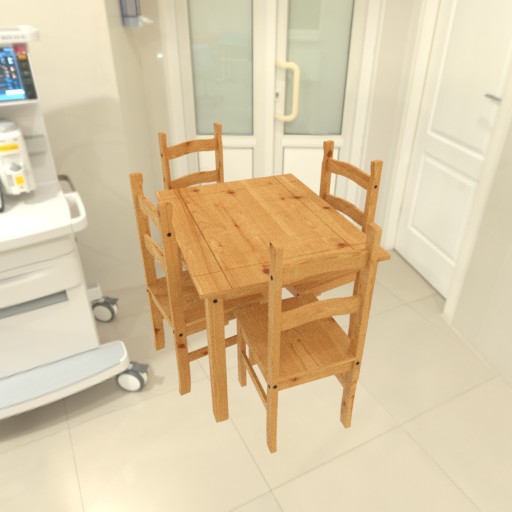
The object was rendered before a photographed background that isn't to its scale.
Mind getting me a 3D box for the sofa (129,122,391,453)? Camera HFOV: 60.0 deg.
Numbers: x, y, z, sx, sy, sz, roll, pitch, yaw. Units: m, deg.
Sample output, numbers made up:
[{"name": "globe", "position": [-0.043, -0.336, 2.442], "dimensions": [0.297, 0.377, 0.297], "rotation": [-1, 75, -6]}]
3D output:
[{"name": "sofa", "position": [0.000, 0.000, 2.293], "dimensions": [1.144, 1.000, 1.529], "rotation": [-11, 33, -17]}]
